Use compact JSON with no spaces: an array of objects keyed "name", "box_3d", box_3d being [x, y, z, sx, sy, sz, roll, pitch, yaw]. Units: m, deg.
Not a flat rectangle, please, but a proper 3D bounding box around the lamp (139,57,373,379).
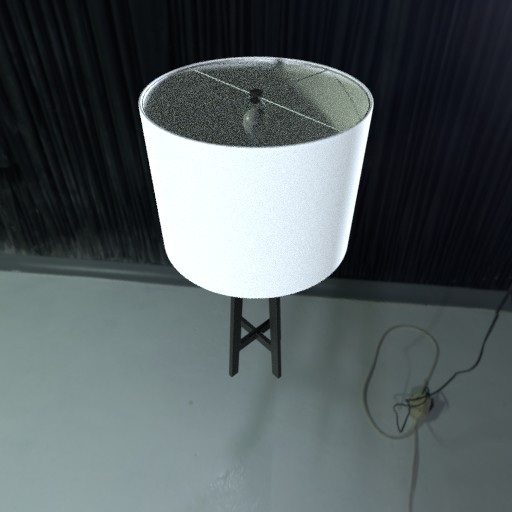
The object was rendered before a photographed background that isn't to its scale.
[{"name":"lamp","box_3d":[0.000,0.000,0.654,0.257,0.489,0.257,1,41,2]}]
